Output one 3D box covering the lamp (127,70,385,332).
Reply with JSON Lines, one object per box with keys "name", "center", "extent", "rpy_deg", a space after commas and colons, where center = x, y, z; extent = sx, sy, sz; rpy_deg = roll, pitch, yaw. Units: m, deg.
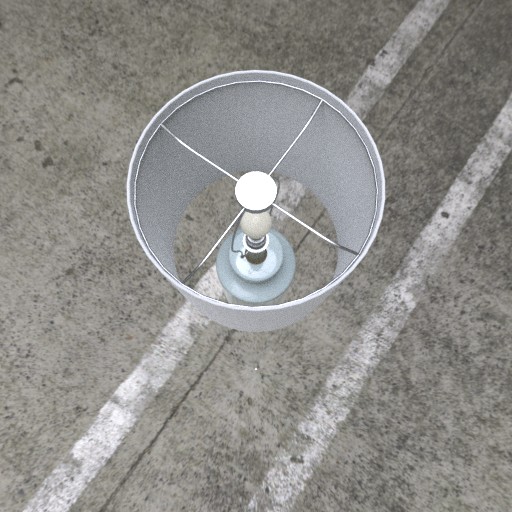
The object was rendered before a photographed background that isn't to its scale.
{"name": "lamp", "center": [0.000, 0.000, 0.601], "extent": [0.212, 0.493, 0.212], "rpy_deg": [35, 78, 8]}
